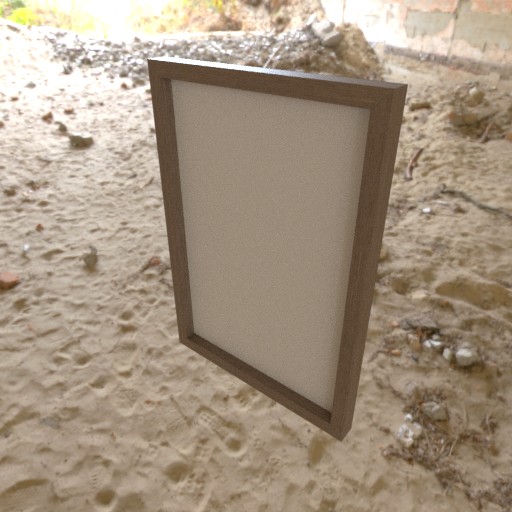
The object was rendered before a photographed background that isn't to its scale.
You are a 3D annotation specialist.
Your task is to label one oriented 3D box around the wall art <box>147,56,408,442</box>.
[{"bbox_3d":[0.000,0.000,0.651,0.358,0.510,0.032,22,37,33],"label":"wall art"}]
